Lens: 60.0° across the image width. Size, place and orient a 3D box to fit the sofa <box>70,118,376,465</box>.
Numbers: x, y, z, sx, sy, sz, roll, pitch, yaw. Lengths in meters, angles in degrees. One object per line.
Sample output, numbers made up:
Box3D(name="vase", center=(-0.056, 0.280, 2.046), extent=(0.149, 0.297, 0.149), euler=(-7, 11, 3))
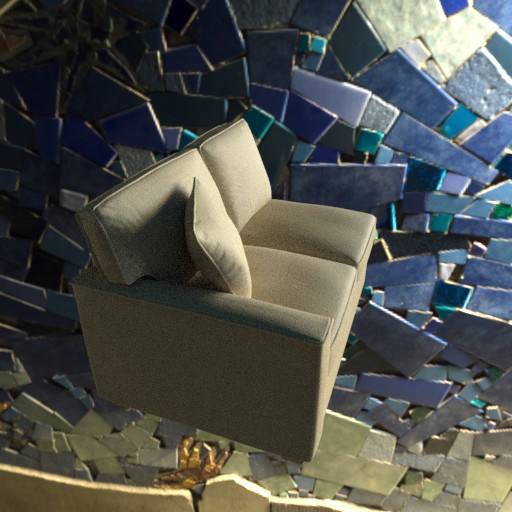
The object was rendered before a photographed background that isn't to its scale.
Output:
Box3D(name="sofa", center=(0.000, 0.000, 2.125), extent=(0.991, 0.989, 1.388), euler=(10, 31, 18))
